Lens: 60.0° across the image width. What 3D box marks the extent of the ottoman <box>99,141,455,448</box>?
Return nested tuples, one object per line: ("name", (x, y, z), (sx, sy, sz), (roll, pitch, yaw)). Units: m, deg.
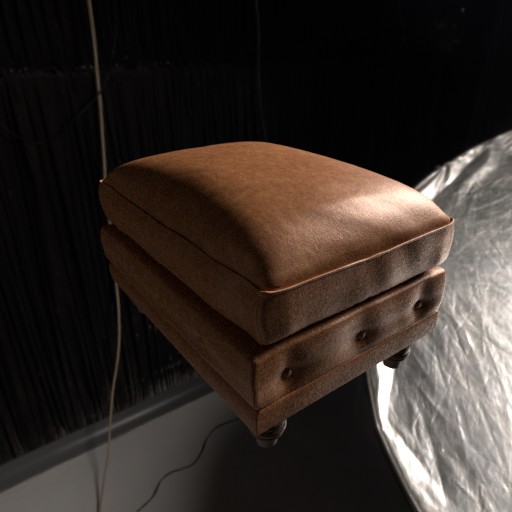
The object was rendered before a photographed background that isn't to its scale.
("ottoman", (0.000, 0.000, 1.083), (0.533, 0.480, 0.710), (-18, 32, -32))
